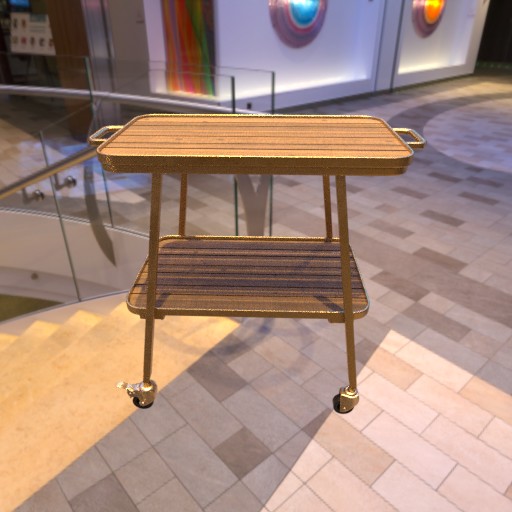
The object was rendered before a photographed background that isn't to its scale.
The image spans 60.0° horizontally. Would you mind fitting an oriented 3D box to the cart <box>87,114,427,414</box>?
[{"bbox_3d":[0.000,0.000,1.264,0.806,0.700,0.524,1,29,2],"label":"cart"}]
